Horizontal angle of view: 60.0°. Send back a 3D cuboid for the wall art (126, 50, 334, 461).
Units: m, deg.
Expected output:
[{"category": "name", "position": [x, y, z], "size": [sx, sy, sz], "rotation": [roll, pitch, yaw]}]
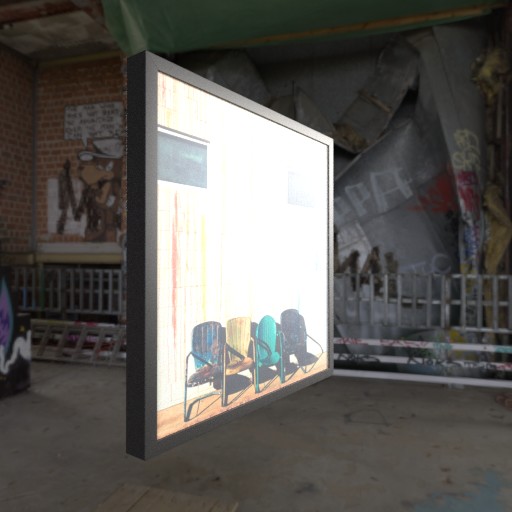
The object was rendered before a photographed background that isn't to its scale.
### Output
[{"category": "wall art", "position": [0.000, 0.000, 0.759], "size": [0.037, 0.506, 0.506], "rotation": [0, -1, 37]}]
